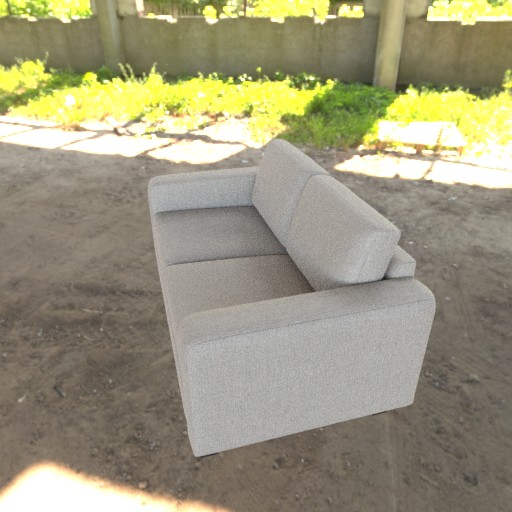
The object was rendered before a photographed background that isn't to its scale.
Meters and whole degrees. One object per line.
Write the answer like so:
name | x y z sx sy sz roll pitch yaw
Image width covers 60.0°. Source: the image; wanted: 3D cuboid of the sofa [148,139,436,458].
sofa | 0.000 0.000 2.131 0.900 0.800 1.540 -8 31 -14
